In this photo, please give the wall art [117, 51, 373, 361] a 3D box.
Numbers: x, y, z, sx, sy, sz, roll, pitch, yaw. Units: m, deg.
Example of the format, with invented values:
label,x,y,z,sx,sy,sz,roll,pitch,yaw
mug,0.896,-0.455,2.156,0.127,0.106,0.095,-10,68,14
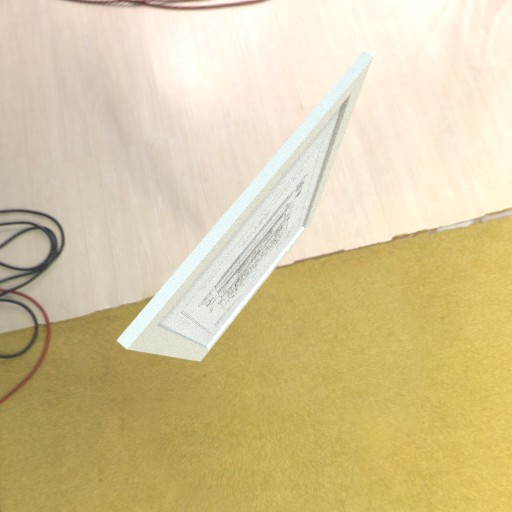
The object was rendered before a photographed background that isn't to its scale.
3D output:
label,x,y,z,sx,sy,sz,roll,pitch,yaw
wall art,0.000,0.000,0.684,0.013,0.533,0.381,37,78,9
